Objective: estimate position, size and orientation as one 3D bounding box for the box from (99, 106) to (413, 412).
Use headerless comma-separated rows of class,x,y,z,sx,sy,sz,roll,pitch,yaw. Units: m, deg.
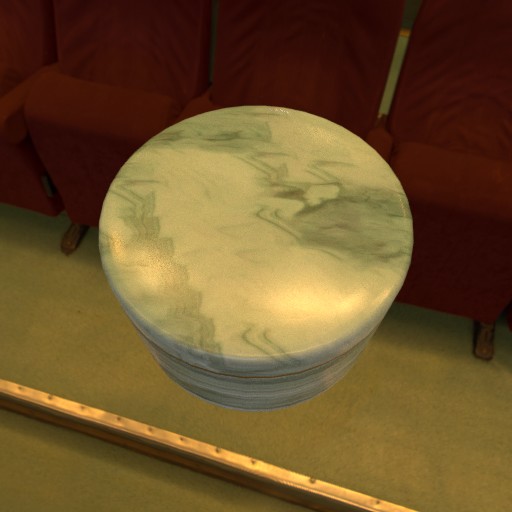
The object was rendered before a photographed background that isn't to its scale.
box,0.000,0.000,0.167,0.101,0.063,0.101,0,59,0
